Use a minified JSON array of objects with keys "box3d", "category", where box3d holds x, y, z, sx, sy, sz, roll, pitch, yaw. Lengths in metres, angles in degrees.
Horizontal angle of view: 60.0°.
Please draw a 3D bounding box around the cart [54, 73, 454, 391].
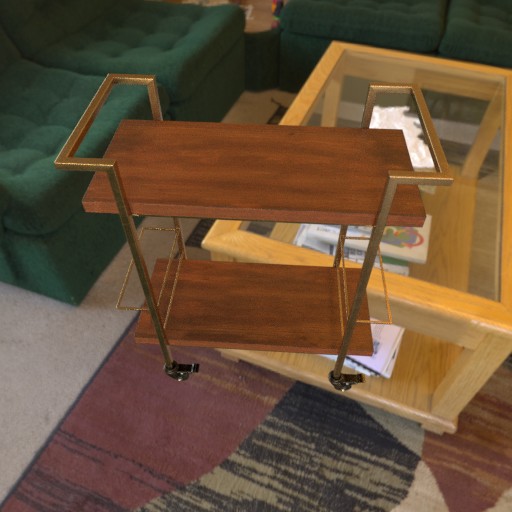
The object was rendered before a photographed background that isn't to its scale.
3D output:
[{"box3d":[0.000,0.000,1.166,0.695,0.807,0.364,3,48,3],"category":"cart"}]
